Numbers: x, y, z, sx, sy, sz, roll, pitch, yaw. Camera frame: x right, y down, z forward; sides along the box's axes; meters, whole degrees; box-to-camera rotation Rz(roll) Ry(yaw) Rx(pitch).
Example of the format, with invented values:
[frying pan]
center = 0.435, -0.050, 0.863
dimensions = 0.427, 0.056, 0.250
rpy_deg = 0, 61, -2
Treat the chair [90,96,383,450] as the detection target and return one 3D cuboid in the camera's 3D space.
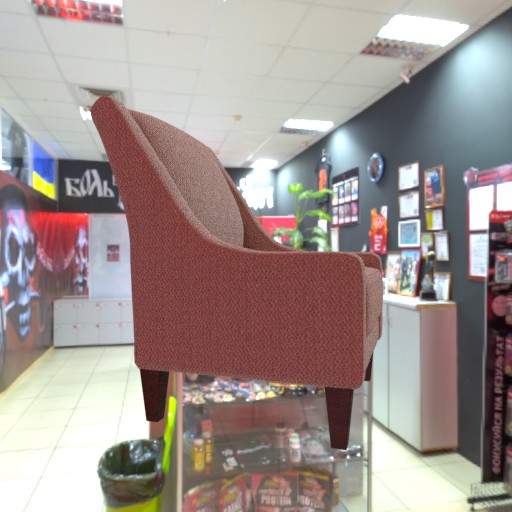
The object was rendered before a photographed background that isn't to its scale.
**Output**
[chair]
center = 0.000, 0.000, 1.614
dimensions = 0.870, 1.014, 0.774
rpy_deg = 0, 0, 20
